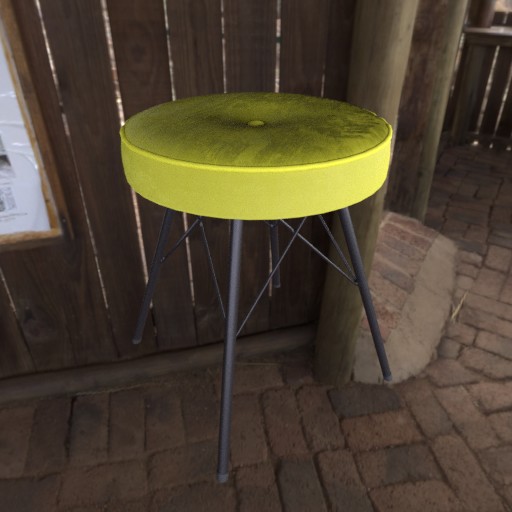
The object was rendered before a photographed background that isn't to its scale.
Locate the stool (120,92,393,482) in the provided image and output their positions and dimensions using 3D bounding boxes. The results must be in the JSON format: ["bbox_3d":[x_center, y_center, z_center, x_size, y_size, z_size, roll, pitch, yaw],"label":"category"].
[{"bbox_3d":[0.000,0.000,0.804,0.409,0.508,0.409,-19,36,-28],"label":"stool"}]
